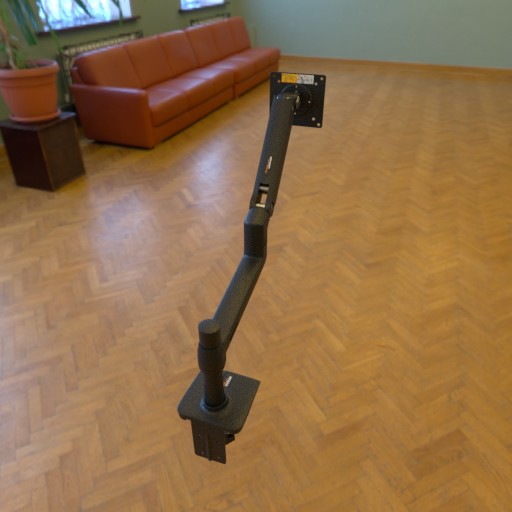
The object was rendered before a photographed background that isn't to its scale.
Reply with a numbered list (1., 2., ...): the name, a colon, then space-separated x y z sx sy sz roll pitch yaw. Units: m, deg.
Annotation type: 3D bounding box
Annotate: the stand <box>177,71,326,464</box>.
1. stand: 0.000 0.000 1.067 0.152 0.713 0.650 10 34 16
